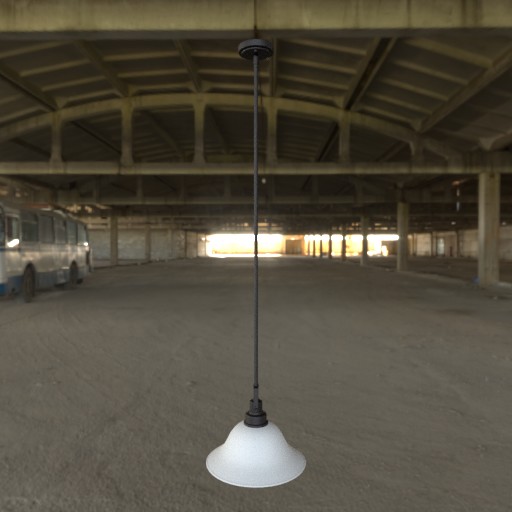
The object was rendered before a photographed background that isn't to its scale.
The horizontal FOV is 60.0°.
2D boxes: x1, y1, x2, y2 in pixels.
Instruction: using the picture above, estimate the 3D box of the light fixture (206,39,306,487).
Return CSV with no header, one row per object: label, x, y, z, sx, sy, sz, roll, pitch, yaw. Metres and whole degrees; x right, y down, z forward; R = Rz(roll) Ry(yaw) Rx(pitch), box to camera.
light fixture,0.000,0.000,1.433,0.324,1.337,0.324,0,1,1
